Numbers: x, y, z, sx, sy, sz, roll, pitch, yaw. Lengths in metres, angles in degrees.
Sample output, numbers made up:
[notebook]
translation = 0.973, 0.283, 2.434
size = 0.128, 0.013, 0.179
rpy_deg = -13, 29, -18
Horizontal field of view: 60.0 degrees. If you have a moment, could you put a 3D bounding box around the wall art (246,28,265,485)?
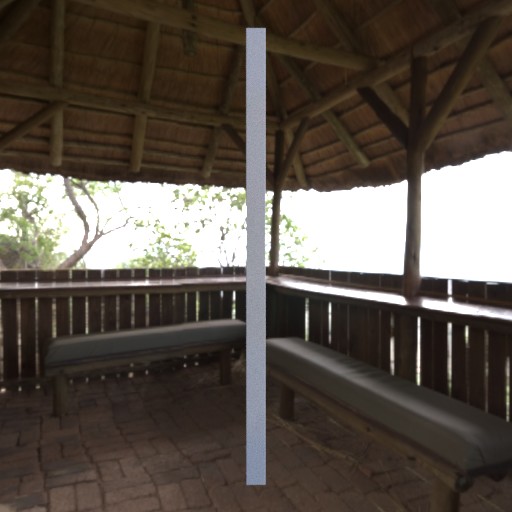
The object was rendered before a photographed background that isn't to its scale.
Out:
[wall art]
translation = 0.000, 0.000, 1.193
size = 0.039, 0.915, 0.612
rpy_deg = 0, 1, 0
